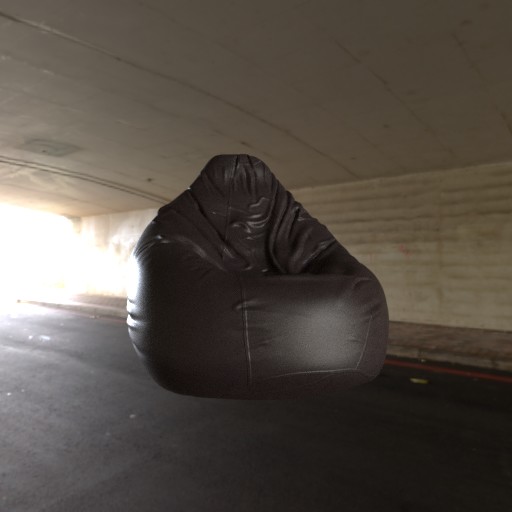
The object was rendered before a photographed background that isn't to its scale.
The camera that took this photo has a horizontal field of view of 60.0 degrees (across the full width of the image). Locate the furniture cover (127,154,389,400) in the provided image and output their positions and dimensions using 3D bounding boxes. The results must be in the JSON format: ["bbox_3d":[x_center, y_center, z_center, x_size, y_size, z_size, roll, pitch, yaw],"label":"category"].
[{"bbox_3d":[0.000,0.000,1.892,1.070,0.990,1.070,0,-1,-19],"label":"furniture cover"}]
